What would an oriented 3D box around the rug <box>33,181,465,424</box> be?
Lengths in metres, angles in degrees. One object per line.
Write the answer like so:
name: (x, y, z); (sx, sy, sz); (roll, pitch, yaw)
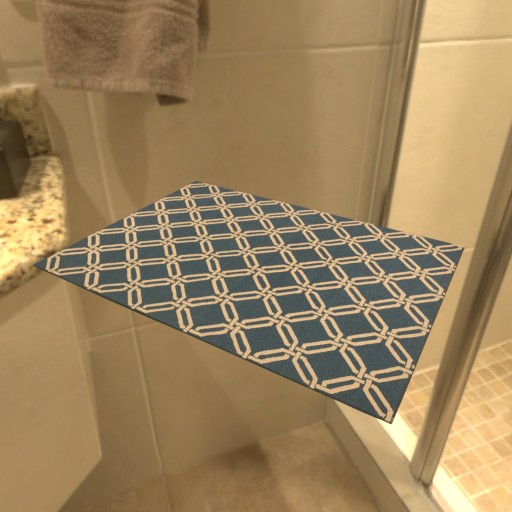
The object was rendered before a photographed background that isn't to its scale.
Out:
rug: (0.000, 0.000, 4.226); (3.342, 0.018, 2.432); (18, 35, 26)
